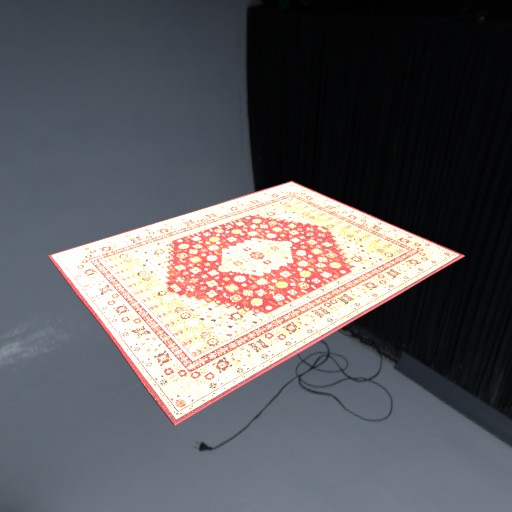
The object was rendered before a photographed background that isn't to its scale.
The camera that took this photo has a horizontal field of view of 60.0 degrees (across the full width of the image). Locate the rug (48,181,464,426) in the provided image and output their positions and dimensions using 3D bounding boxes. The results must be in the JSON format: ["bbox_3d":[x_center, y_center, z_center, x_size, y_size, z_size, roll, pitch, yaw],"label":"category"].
[{"bbox_3d":[0.000,0.000,4.119,3.053,0.013,2.387,-22,37,-32],"label":"rug"}]
